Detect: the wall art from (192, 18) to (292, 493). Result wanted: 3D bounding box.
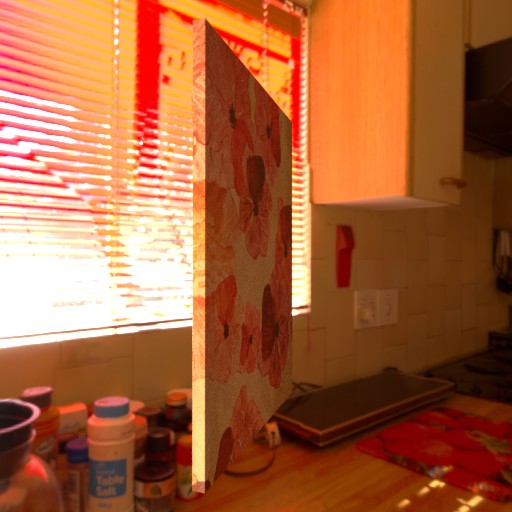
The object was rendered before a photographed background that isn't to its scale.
[{"bbox_3d":[0.000,0.000,1.309,0.031,1.015,0.762,0,-1,19],"label":"wall art"}]
